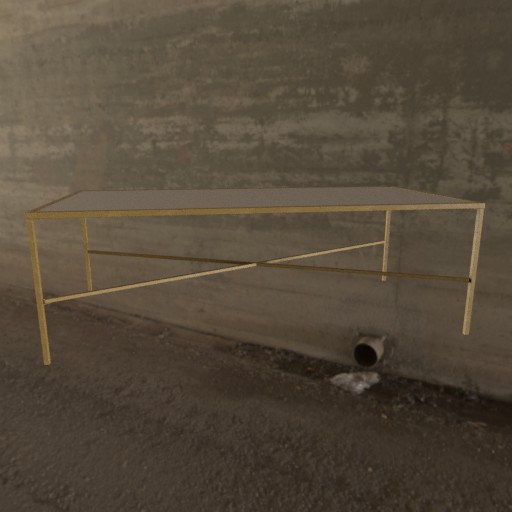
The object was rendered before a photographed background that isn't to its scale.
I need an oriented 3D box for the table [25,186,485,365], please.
[{"bbox_3d":[0.000,0.000,1.472,1.206,0.398,0.580,-2,14,-9],"label":"table"}]
